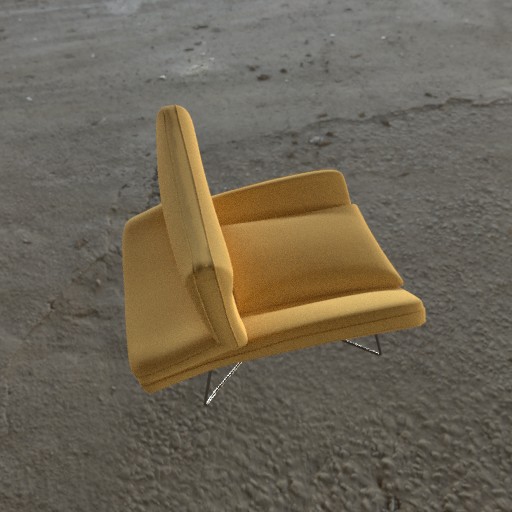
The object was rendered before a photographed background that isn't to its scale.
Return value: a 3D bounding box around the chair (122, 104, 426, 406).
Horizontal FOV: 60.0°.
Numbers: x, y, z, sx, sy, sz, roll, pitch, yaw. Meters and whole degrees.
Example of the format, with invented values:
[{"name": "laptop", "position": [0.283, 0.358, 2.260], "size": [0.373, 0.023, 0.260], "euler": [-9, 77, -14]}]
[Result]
[{"name": "chair", "position": [0.000, 0.000, 1.667], "size": [1.008, 0.855, 0.859], "euler": [-10, 48, -9]}]
